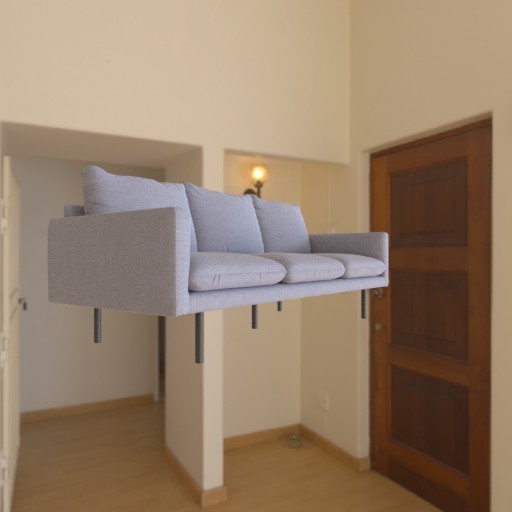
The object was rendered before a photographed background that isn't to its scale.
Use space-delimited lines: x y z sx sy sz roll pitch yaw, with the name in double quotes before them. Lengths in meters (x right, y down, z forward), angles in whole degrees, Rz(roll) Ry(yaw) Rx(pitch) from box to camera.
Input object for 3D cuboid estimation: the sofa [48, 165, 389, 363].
"sofa" 0.000 0.000 2.529 0.850 0.830 2.000 0 0 37
